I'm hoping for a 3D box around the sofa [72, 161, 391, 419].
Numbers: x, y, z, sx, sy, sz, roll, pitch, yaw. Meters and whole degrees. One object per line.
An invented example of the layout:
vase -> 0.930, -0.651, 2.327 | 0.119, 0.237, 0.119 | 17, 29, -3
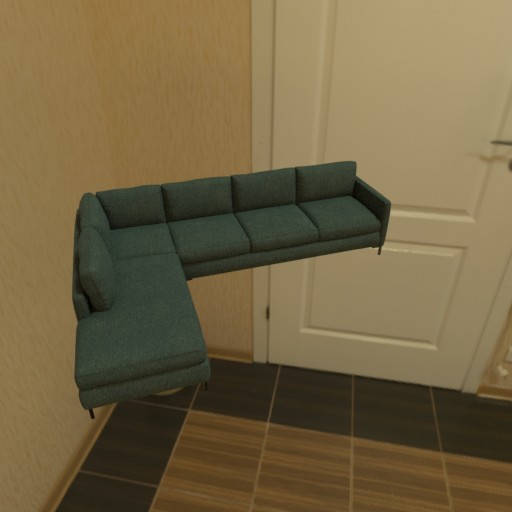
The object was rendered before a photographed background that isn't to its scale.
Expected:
sofa -> 0.000, 0.000, 3.821 | 2.949, 0.815, 2.007 | -10, 34, -15
